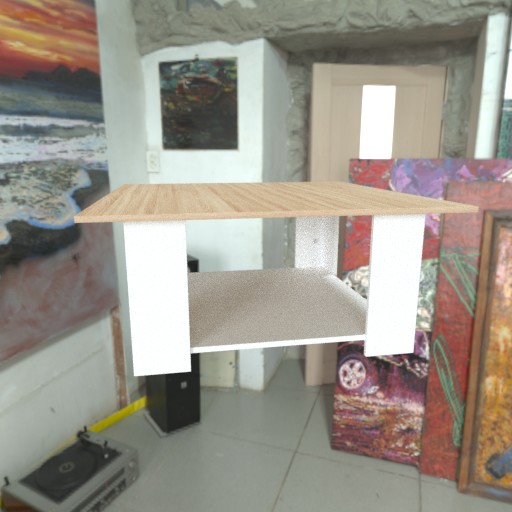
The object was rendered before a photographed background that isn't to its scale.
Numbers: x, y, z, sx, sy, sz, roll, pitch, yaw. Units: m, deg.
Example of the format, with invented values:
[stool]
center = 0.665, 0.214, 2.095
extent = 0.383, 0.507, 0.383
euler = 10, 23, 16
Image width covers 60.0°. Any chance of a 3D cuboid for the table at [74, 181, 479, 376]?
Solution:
[table]
center = 0.000, 0.000, 1.071
extent = 0.670, 0.305, 0.670
euler = -2, 13, -10
